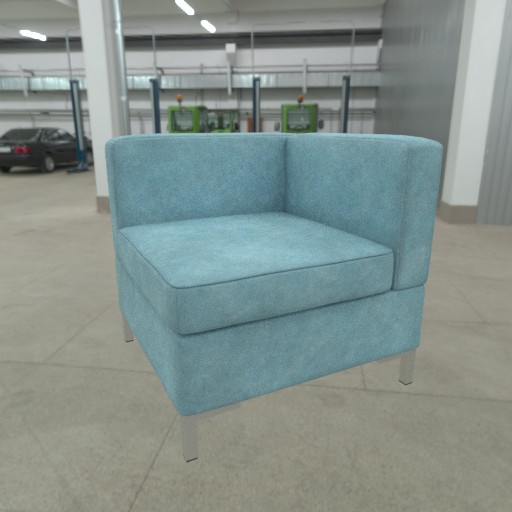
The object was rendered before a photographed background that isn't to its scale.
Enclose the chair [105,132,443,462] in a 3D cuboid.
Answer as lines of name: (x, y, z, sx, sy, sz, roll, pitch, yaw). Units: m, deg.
chair: (0.000, 0.000, 1.245, 0.691, 0.660, 0.684, -8, 19, -26)
